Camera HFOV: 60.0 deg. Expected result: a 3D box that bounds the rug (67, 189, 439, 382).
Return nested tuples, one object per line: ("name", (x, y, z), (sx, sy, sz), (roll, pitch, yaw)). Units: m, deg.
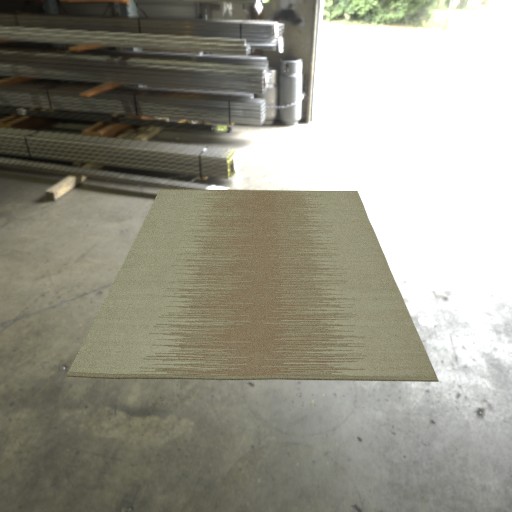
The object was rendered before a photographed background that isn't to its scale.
("rug", (0.000, 0.000, 4.175), (2.438, 0.013, 3.048), (1, 32, 1))
